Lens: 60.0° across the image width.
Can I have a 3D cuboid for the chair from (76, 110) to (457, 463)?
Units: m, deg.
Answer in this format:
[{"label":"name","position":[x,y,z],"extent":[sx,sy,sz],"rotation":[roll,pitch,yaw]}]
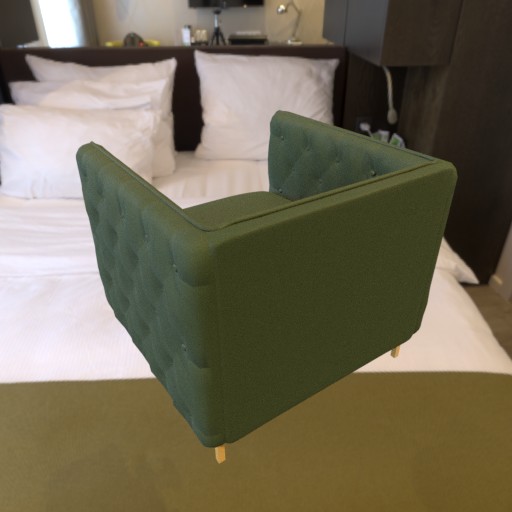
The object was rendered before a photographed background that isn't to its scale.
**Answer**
[{"label":"chair","position":[0.000,0.000,1.542],"extent":[0.917,0.768,0.855],"rotation":[-20,36,-29]}]
